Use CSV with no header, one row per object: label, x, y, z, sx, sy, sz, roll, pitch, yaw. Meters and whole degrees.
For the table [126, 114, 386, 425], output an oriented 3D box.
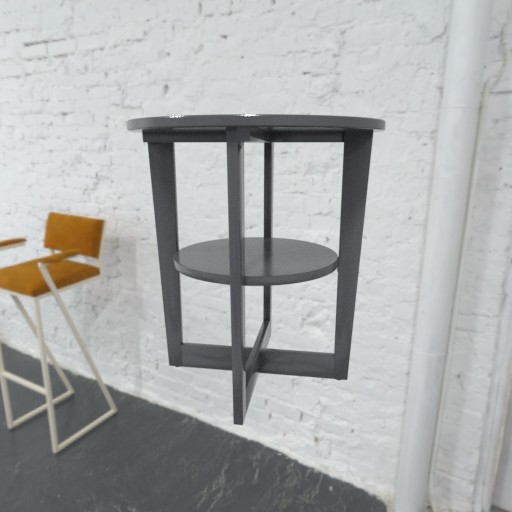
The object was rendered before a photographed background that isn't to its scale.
table,0.000,0.000,0.953,0.500,0.550,0.500,0,14,0
